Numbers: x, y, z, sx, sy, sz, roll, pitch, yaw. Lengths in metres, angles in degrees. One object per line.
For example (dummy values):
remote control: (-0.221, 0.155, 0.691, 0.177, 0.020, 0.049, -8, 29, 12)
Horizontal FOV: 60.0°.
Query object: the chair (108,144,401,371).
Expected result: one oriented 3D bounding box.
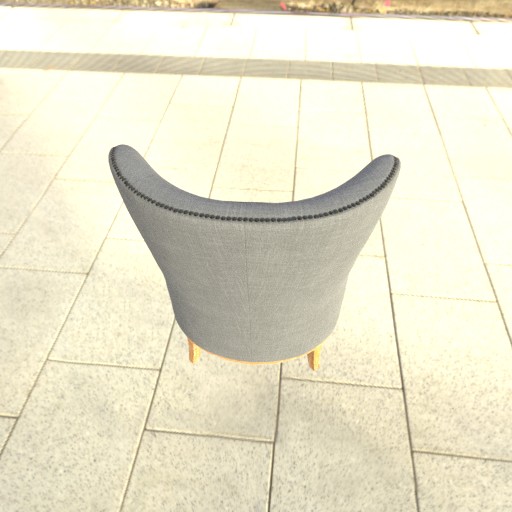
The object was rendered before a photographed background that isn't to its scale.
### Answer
chair: (0.000, 0.000, 1.803, 0.864, 1.176, 0.883, 3, 47, 3)
